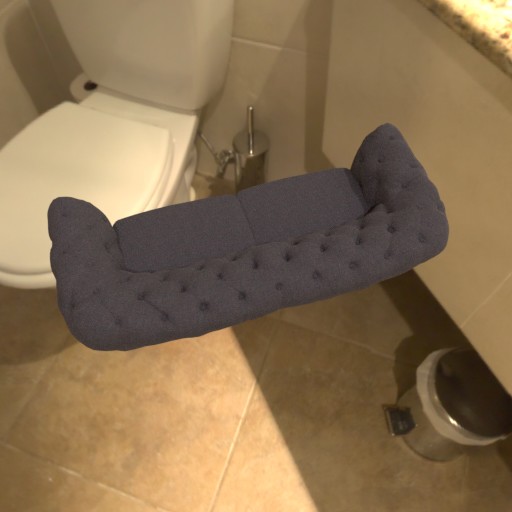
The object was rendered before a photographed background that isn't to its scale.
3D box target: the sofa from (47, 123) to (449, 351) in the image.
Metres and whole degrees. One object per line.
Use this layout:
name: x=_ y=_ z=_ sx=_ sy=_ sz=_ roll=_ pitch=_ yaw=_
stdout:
sofa: x=0.000 y=0.000 z=2.852 sx=2.335 sy=0.836 sz=1.046 roll=-15 pitch=59 yaw=-9
